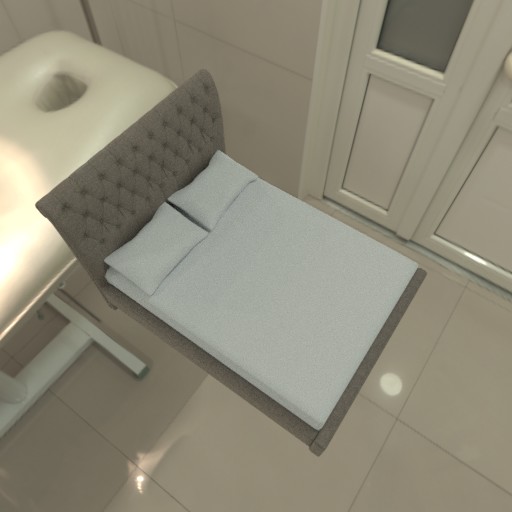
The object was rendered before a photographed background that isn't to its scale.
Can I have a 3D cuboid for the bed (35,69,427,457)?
[{"bbox_3d":[0.000,0.000,3.332,2.252,1.371,1.645,31,63,18],"label":"bed"}]
